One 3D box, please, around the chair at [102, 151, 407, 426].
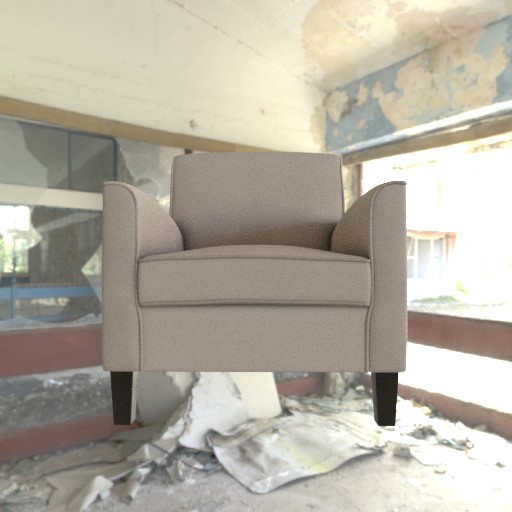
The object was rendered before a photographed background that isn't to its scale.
[{"bbox_3d":[0.000,0.000,1.557,0.820,0.915,0.820,0,-1,1],"label":"chair"}]
